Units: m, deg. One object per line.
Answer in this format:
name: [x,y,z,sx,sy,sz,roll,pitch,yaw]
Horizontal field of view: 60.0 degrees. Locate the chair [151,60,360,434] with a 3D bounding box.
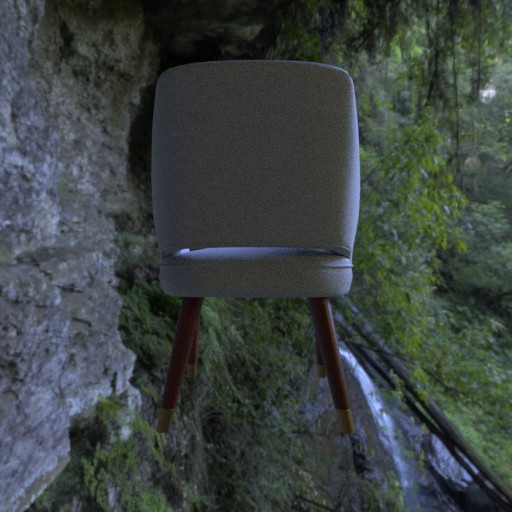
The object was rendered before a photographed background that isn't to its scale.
chair: [0.000,0.000,1.287,0.609,0.889,0.600,0,2,1]
